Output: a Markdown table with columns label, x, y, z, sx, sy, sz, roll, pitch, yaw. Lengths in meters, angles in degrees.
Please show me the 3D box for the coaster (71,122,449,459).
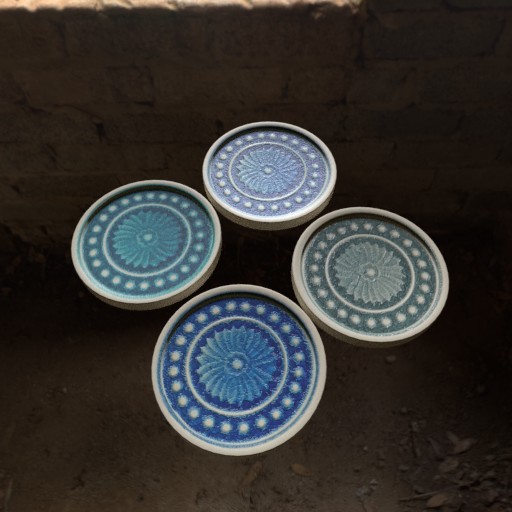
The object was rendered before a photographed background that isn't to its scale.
| label | x | y | z | sx | sy | sz | roll | pitch | yaw |
| --- | --- | --- | --- | --- | --- | --- | --- | --- | --- |
| coaster | 0.000 | 0.000 | 0.320 | 0.220 | 0.010 | 0.224 | -32 | 64 | -18 |
